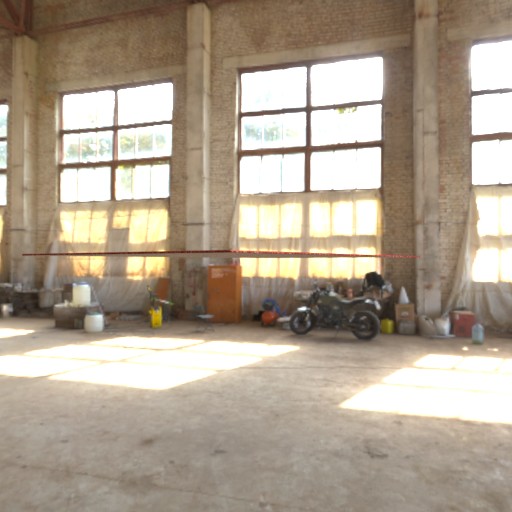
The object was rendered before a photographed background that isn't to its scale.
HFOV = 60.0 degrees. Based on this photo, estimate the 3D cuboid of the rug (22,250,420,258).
[{"bbox_3d":[0.000,0.000,3.059,1.531,0.010,2.442,-1,-1,36],"label":"rug"}]
